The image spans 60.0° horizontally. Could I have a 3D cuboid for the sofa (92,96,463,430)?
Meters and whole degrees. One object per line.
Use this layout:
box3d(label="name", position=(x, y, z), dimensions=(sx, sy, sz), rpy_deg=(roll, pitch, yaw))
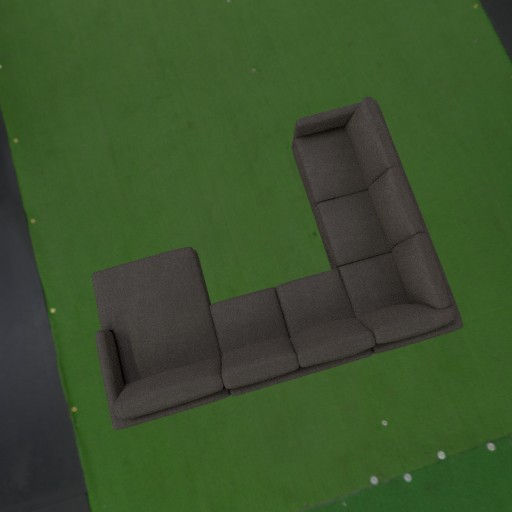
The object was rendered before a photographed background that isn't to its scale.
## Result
box3d(label="sofa", position=(0.000, 0.000, 4.658), dimensions=(3.460, 0.961, 2.594), rpy_deg=(-15, 77, -4))
